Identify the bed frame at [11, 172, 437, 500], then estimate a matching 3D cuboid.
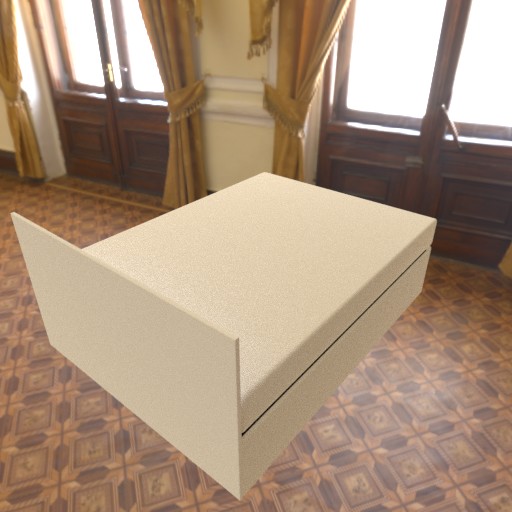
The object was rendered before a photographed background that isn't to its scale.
[{"bbox_3d":[0.000,0.000,2.516,1.400,0.800,1.900,22,37,33],"label":"bed frame"}]
